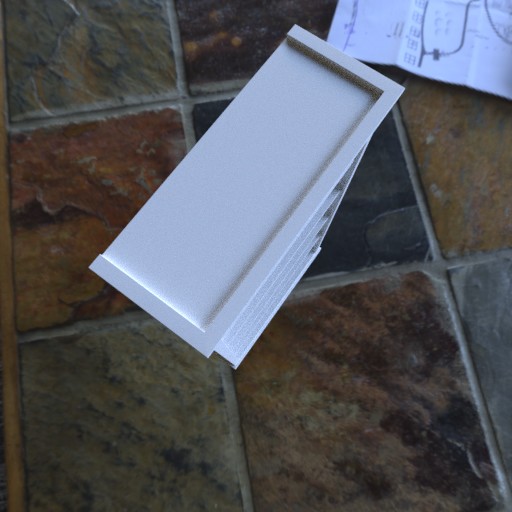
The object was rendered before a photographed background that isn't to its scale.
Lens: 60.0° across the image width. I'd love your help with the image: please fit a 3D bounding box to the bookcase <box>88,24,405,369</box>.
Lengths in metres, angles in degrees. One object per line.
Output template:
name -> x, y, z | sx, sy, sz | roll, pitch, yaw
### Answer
bookcase -> 0.000, 0.000, 2.256 | 0.432, 1.880, 1.050 | 35, 77, 9
